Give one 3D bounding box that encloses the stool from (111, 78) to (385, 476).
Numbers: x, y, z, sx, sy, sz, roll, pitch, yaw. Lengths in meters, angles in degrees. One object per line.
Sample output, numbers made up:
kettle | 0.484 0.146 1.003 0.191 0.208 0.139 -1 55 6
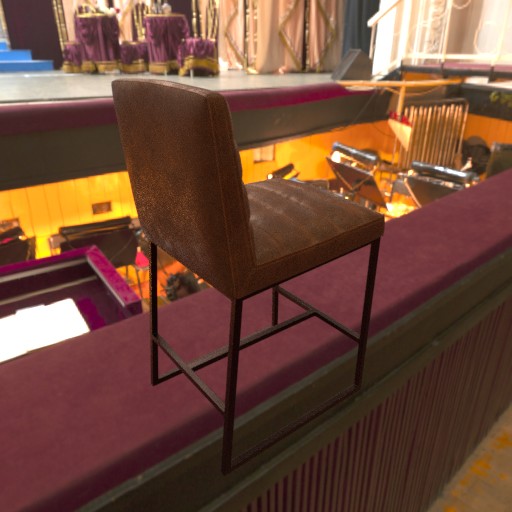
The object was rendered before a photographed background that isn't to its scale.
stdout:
stool | 0.000 0.000 1.246 0.562 0.942 0.463 -18 31 -33
